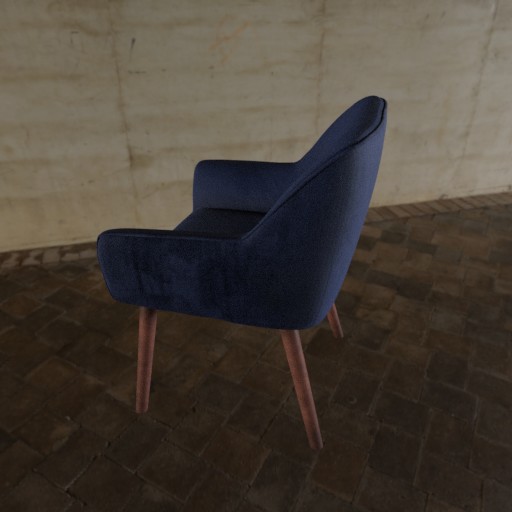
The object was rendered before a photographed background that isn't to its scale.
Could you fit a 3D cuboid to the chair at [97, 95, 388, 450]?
[{"bbox_3d":[0.000,0.000,1.234,0.600,0.820,0.600,8,30,14],"label":"chair"}]
